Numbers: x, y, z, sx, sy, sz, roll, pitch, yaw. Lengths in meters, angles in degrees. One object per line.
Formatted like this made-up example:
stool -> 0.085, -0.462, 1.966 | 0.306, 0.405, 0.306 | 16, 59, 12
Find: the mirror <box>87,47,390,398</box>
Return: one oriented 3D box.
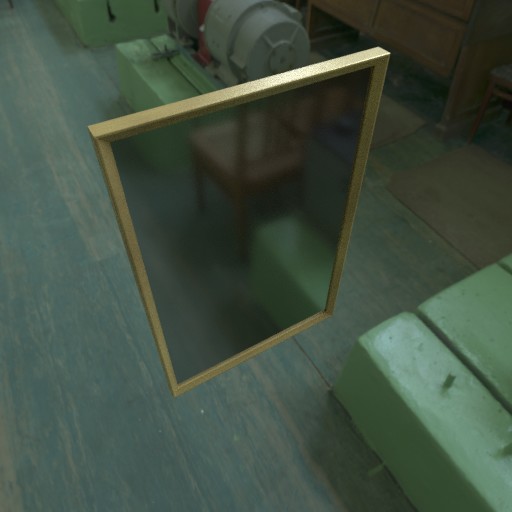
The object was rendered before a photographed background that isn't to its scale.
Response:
mirror -> 0.000, 0.000, 1.141 | 0.609, 0.915, 0.041 | -23, 51, -20
